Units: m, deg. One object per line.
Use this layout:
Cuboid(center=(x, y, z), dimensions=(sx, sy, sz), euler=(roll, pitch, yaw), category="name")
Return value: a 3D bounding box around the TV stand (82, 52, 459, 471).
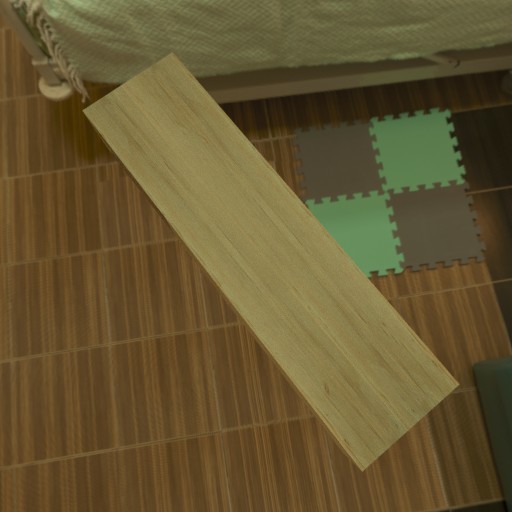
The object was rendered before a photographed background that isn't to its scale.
Cuboid(center=(0.000, 0.000, 1.825), dimensions=(0.420, 0.550, 1.600), euler=(-37, 79, -9), category="TV stand")
